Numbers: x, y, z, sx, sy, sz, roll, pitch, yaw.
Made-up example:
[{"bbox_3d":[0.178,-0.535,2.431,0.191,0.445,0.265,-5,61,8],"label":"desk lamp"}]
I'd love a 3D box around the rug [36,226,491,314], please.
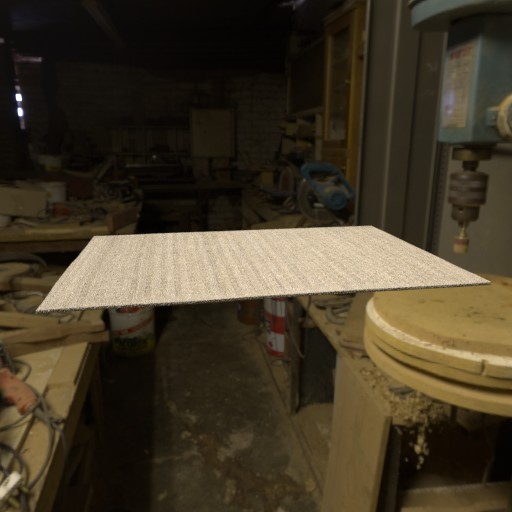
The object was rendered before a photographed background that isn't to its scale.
[{"bbox_3d":[0.000,0.000,2.908,2.297,0.018,1.532,-3,16,-10],"label":"rug"}]
